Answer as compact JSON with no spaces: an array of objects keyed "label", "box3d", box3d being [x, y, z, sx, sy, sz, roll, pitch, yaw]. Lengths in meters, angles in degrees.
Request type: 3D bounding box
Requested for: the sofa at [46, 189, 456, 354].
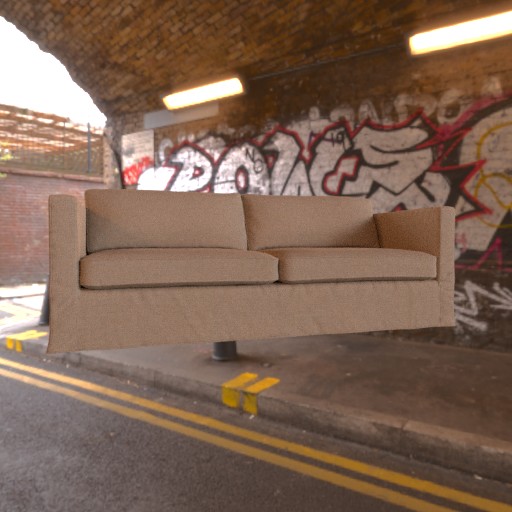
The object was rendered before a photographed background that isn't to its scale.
[{"label":"sofa","box3d":[0.000,0.000,2.764,2.296,0.847,0.956,-1,2,-17]}]
